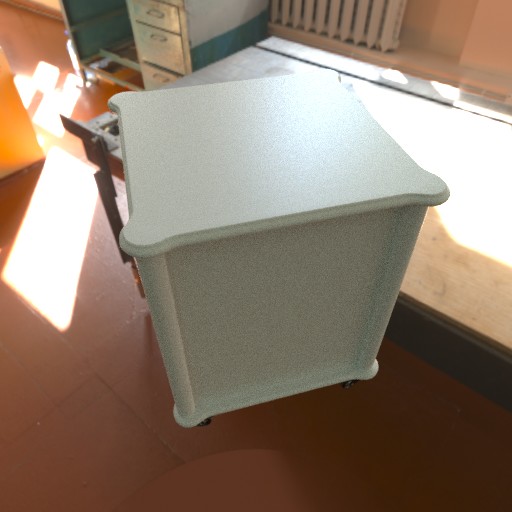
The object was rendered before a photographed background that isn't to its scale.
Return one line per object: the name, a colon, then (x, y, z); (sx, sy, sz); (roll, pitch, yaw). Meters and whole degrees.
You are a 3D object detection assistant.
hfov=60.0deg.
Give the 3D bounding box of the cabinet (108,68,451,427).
cabinet: (0.000, 0.000, 1.251); (0.627, 0.761, 0.628); (-11, 46, -11)
